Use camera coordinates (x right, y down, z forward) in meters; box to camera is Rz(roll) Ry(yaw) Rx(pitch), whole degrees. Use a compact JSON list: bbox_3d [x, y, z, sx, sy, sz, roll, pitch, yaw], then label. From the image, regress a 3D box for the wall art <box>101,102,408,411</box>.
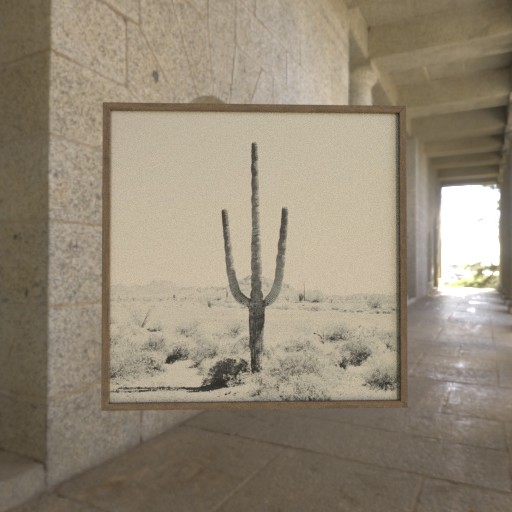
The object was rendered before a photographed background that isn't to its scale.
[{"bbox_3d":[0.000,0.000,1.126,0.762,0.762,0.038,0,-1,-2],"label":"wall art"}]
